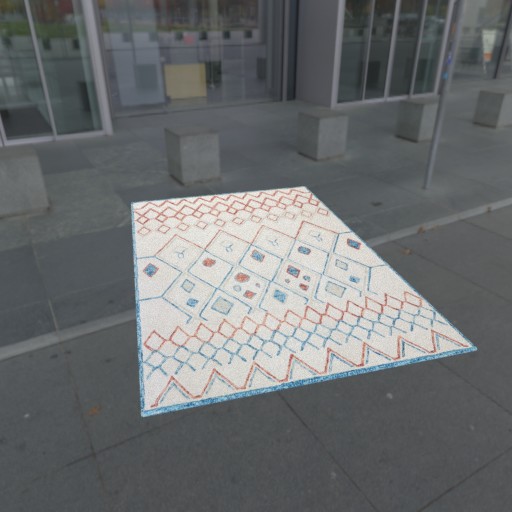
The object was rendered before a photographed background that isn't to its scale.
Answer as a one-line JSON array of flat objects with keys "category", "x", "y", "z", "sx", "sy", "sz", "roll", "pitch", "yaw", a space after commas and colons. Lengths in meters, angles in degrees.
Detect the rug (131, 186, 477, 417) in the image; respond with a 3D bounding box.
[{"category": "rug", "x": 0.000, "y": 0.000, "z": 2.283, "sx": 1.219, "sy": 0.016, "sz": 1.829, "roll": -7, "pitch": 29, "yaw": -13}]
